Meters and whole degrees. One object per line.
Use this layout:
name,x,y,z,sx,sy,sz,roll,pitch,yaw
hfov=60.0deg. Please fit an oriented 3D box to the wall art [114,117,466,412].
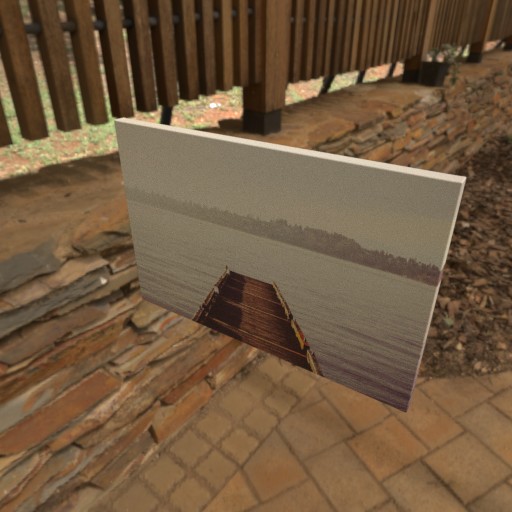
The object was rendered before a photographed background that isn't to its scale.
wall art,0.000,0.000,1.185,0.916,0.609,0.037,18,34,28
